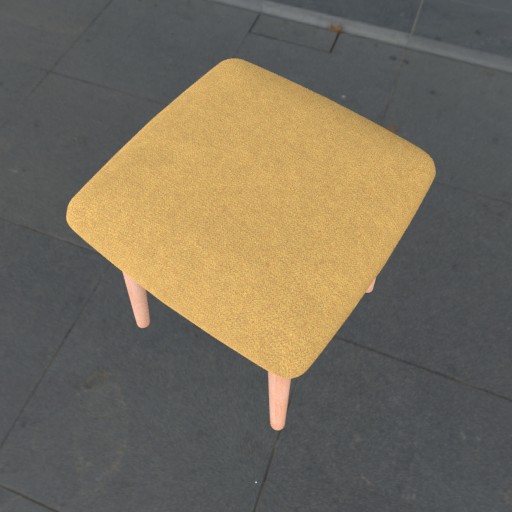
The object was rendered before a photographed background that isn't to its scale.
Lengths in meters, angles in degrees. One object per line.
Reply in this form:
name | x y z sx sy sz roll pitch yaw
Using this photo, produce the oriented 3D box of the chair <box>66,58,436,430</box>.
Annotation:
chair | 0.000 0.000 0.695 0.350 0.440 0.350 33 67 15
